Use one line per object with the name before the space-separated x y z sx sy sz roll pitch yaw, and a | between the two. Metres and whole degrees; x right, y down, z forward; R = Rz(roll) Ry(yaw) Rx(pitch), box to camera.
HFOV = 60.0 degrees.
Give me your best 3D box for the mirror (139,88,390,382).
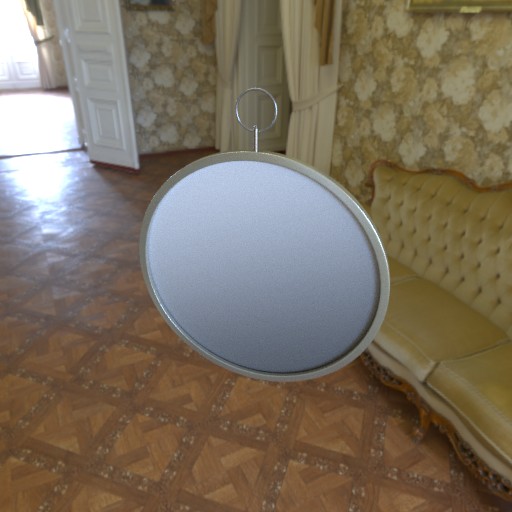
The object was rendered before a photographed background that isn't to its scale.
mirror | 0.000 0.000 0.997 0.594 0.713 0.020 8 29 15
